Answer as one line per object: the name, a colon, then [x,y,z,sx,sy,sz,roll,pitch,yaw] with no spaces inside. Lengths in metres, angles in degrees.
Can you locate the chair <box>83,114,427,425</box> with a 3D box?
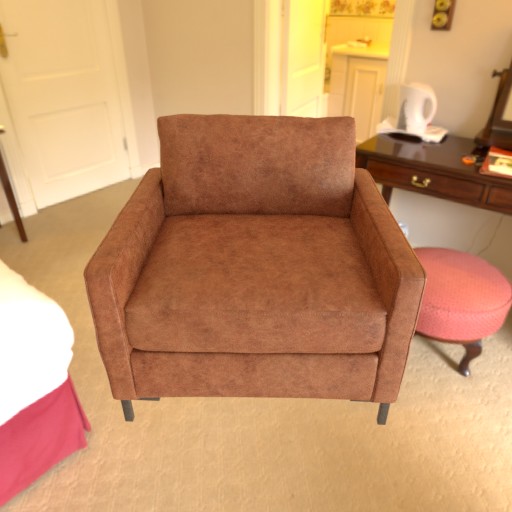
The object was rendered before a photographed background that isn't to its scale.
chair: [0.000,0.000,1.633,0.967,0.869,0.862,0,31,1]
